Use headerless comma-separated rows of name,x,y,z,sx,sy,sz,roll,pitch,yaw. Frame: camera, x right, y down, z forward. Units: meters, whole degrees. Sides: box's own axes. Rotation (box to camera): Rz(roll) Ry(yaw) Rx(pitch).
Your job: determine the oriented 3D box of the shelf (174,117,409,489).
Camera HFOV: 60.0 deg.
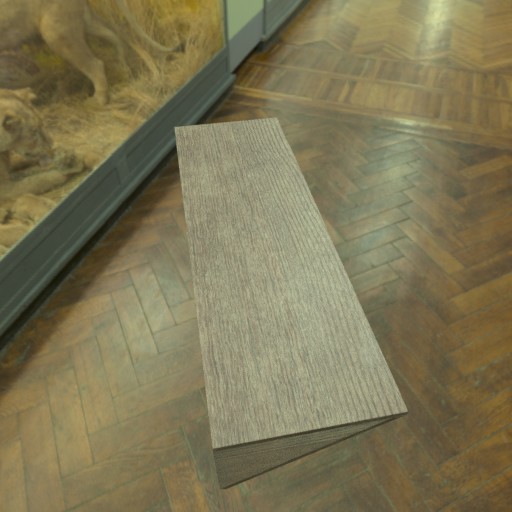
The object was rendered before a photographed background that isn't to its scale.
shelf,0.000,0.000,0.690,0.200,0.125,0.610,-8,46,-7
